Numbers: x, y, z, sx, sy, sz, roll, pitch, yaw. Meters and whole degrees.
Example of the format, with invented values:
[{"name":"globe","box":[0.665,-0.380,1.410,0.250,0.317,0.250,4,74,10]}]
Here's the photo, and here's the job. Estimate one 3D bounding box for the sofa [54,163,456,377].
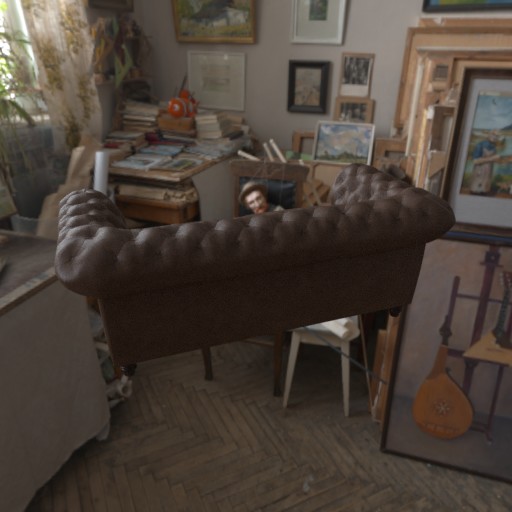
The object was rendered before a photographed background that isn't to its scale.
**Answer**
[{"name":"sofa","box":[0.000,0.000,2.554,2.048,0.784,0.955,-9,27,-18]}]
